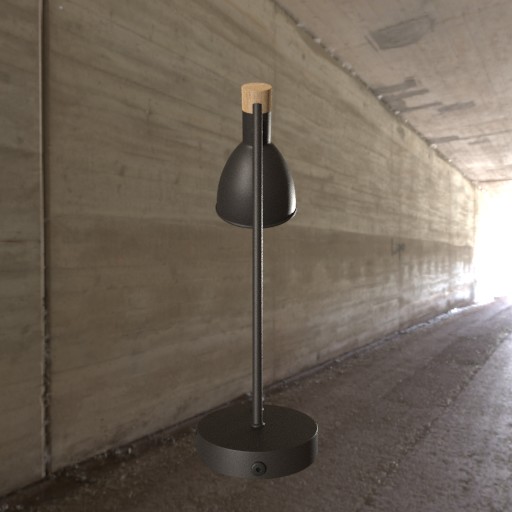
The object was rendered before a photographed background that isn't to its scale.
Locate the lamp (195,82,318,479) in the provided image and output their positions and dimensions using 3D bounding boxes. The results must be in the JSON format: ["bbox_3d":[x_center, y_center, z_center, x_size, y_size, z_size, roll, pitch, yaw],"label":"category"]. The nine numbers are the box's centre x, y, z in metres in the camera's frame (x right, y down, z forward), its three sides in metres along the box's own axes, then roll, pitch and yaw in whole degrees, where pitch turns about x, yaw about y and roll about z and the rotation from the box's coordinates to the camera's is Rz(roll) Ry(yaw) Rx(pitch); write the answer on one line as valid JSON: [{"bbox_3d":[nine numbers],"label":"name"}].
[{"bbox_3d":[0.000,0.000,0.619,0.152,0.483,0.287,0,1,-1],"label":"lamp"}]
